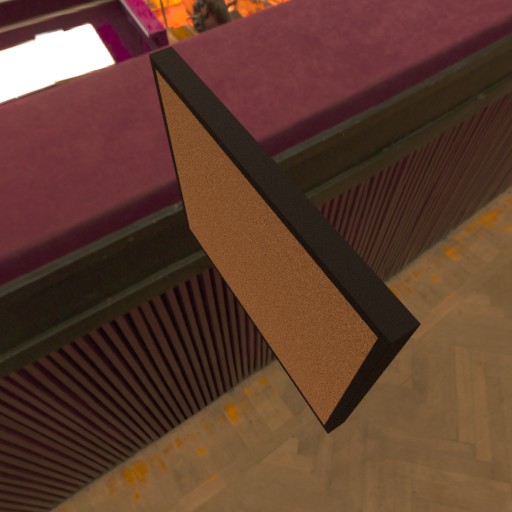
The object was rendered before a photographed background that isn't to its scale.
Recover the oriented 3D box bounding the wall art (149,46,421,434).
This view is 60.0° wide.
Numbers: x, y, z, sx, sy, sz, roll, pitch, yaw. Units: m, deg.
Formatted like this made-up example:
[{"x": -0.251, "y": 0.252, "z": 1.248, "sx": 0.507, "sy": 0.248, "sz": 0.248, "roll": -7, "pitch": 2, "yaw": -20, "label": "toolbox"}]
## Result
[{"x": 0.000, "y": 0.000, "z": 0.540, "sx": 0.028, "sy": 0.325, "sz": 0.397, "roll": -28, "pitch": 62, "yaw": -17, "label": "wall art"}]
